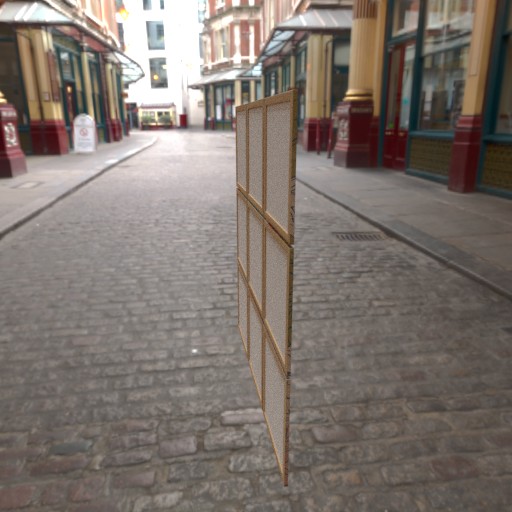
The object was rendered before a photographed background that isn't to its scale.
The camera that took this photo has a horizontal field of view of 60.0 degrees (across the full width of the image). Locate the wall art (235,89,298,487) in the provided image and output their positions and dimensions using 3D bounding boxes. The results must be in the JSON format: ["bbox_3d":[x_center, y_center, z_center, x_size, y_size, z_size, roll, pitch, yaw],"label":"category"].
[{"bbox_3d":[0.000,0.000,1.845,0.013,1.218,1.206,-3,17,-9],"label":"wall art"}]
